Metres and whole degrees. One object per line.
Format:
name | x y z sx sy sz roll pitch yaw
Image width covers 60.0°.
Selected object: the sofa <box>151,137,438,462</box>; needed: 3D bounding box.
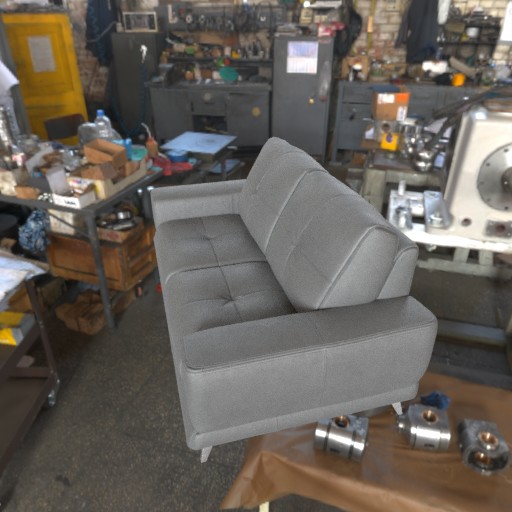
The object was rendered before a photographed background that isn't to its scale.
sofa | 0.000 0.000 2.376 1.018 0.907 1.806 -8 31 -13
